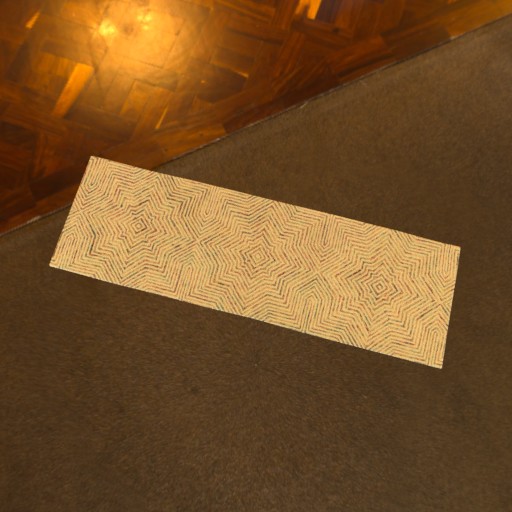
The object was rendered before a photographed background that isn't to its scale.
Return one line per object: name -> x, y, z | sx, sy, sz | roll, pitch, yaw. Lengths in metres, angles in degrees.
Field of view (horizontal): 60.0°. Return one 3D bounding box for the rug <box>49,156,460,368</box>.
rug -> 0.000, 0.000, 2.752 | 2.443, 0.009, 0.771 | 14, 77, 3
